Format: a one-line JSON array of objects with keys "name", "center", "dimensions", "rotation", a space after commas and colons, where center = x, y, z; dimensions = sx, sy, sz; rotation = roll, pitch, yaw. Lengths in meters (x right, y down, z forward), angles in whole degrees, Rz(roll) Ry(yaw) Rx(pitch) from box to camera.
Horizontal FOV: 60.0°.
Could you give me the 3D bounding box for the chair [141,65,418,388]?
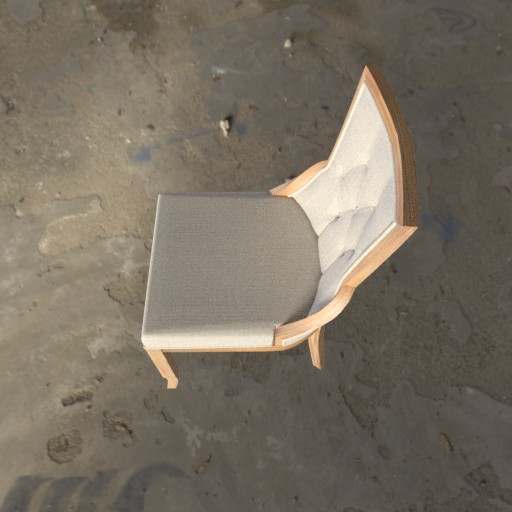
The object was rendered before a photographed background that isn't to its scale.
[{"name": "chair", "center": [0.000, 0.000, 1.315], "dimensions": [0.641, 0.947, 0.524], "rotation": [-1, 59, -1]}]
